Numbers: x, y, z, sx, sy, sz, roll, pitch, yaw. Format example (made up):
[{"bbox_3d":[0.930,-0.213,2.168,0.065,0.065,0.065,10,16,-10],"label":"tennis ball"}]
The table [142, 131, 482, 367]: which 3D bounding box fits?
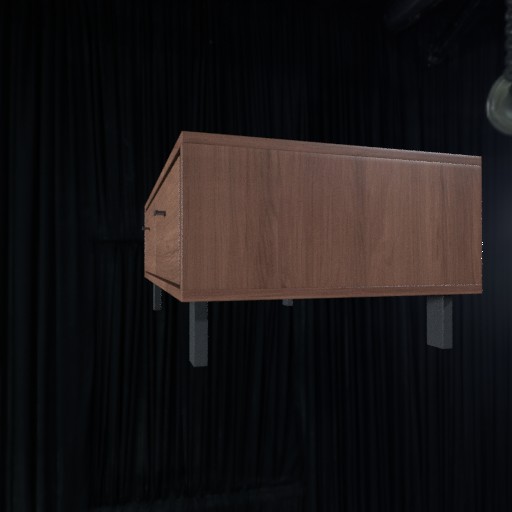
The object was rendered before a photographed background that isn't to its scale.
[{"bbox_3d":[0.000,0.000,1.257,0.600,0.380,1.020,0,0,-17],"label":"table"}]
